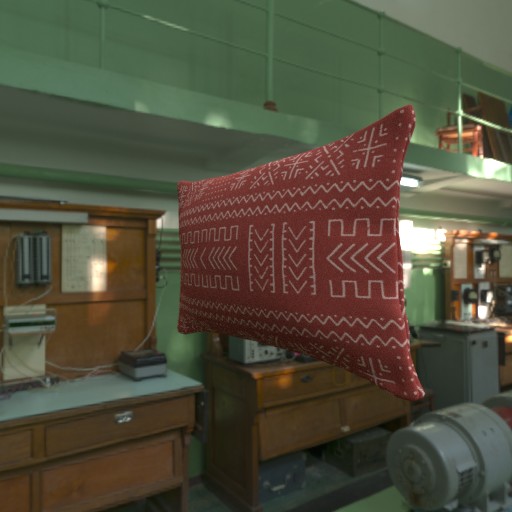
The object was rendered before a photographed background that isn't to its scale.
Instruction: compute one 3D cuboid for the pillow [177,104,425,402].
[{"bbox_3d":[0.000,0.000,0.771,0.130,0.352,0.640,1,-1,-36],"label":"pillow"}]
